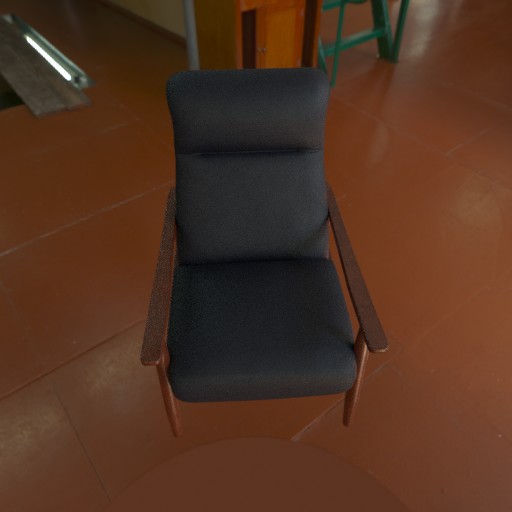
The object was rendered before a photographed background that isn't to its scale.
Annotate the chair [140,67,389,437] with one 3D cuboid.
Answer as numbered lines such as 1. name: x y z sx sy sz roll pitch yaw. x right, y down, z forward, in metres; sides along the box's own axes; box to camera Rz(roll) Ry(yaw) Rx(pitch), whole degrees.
1. chair: 0.000 0.000 1.756 0.762 1.082 1.014 -3 46 -2
